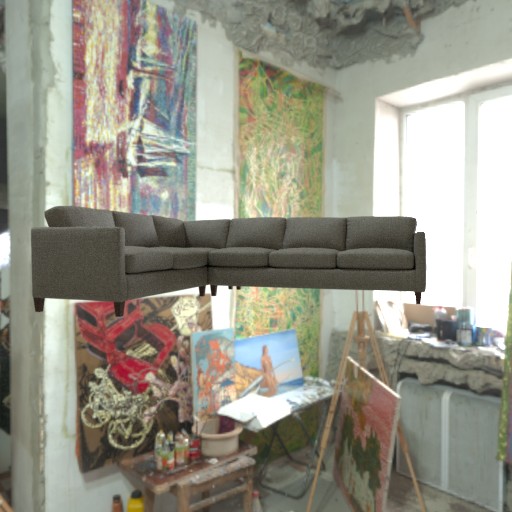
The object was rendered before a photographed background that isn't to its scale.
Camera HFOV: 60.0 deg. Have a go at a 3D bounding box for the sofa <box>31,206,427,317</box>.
[{"bbox_3d":[0.000,0.000,4.507,3.302,0.947,2.593,0,1,19],"label":"sofa"}]
